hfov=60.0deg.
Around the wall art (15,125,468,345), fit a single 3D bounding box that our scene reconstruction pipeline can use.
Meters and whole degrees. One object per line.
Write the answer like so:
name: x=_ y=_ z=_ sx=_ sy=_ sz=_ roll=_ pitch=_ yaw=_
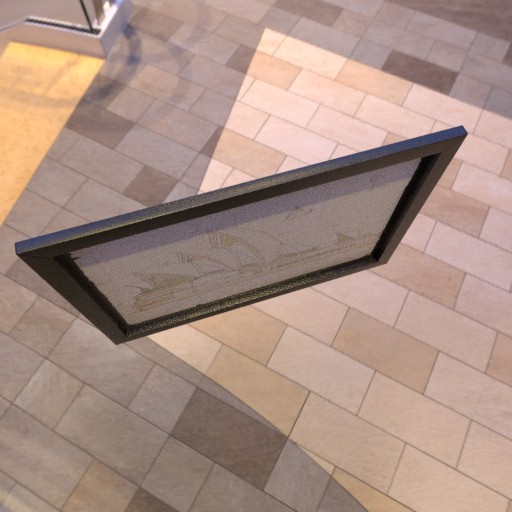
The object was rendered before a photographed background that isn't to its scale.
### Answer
wall art: x=0.000 y=0.000 z=0.552 sx=0.440 sy=0.306 sz=0.013 roll=-16 pitch=65 yaw=-8
